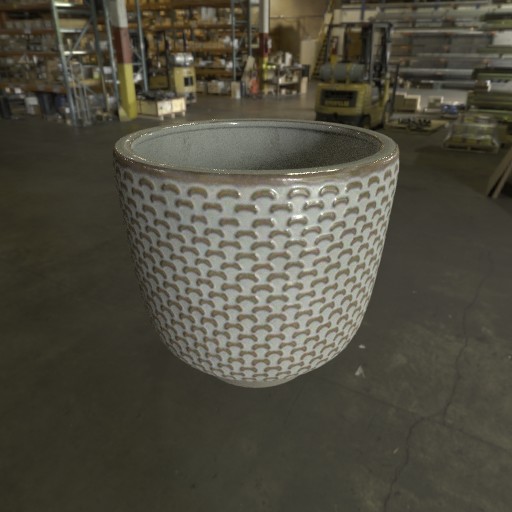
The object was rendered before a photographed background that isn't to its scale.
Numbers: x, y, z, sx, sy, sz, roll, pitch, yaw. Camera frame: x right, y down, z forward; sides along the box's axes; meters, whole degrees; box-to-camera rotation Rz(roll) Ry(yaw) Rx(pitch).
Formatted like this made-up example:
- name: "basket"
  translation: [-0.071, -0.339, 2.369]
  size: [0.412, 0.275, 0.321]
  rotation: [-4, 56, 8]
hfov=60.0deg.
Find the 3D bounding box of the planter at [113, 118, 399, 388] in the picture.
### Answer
- name: "planter"
  translation: [0.000, 0.000, 0.248]
  size: [0.139, 0.130, 0.139]
  rotation: [0, 25, 0]
